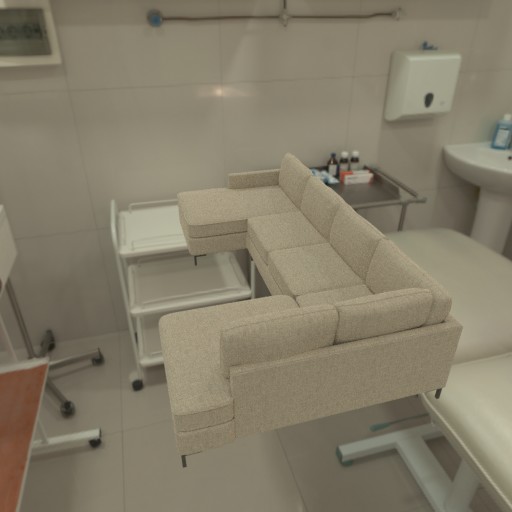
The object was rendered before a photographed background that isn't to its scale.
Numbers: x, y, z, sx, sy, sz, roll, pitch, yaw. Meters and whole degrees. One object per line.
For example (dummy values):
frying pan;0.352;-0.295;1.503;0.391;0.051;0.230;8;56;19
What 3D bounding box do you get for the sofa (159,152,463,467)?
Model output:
sofa;0.000;0.000;4.305;2.021;0.996;3.423;-8;32;-14
